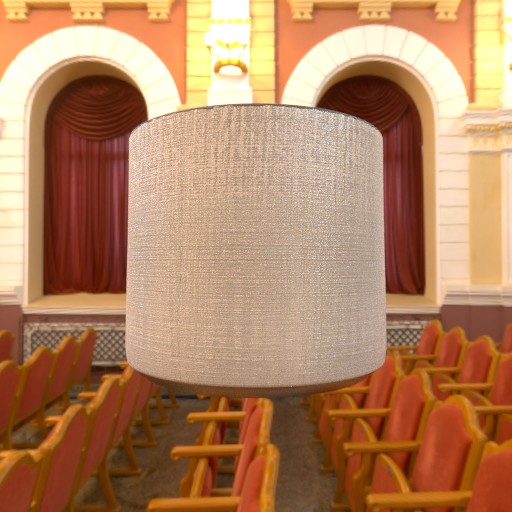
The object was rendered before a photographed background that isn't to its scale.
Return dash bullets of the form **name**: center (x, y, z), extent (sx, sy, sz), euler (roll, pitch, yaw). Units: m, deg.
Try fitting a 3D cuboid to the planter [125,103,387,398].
- **planter**: center (0.000, 0.000, 0.223), extent (0.125, 0.112, 0.125), euler (0, -1, 0)
